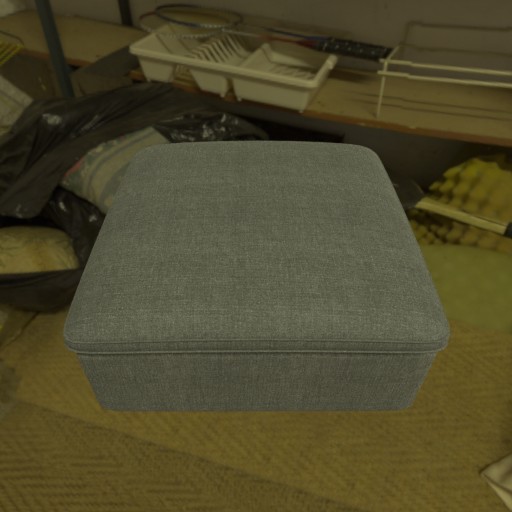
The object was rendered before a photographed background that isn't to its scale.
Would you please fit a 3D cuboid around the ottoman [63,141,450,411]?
[{"bbox_3d":[0.000,0.000,1.669,1.067,0.559,1.067,0,42,0],"label":"ottoman"}]
